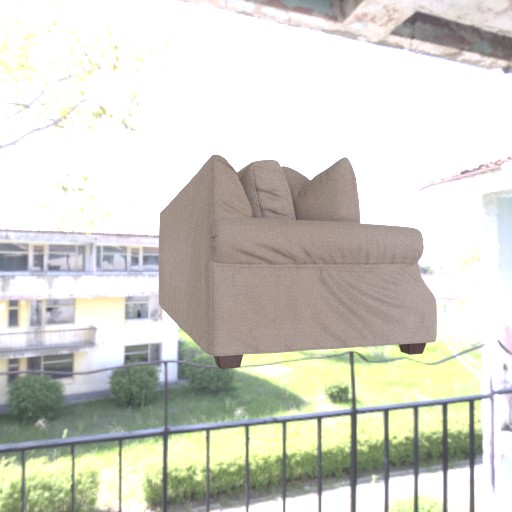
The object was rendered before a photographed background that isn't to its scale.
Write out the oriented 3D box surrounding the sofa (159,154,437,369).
[{"bbox_3d":[0.000,0.000,2.857,1.067,0.904,2.285,0,-1,-17],"label":"sofa"}]
